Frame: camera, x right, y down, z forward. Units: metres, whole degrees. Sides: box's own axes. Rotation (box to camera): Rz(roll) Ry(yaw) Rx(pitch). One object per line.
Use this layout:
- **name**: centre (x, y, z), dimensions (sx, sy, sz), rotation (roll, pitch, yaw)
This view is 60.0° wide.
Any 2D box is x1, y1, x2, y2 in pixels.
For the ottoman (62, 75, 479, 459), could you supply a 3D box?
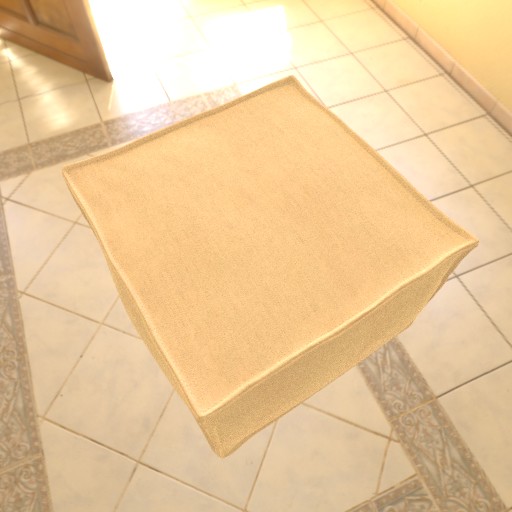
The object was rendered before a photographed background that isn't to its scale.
- **ottoman**: centre (0.000, 0.000, 1.150), dimensions (0.696, 0.470, 0.707), rotation (-29, 63, -17)
